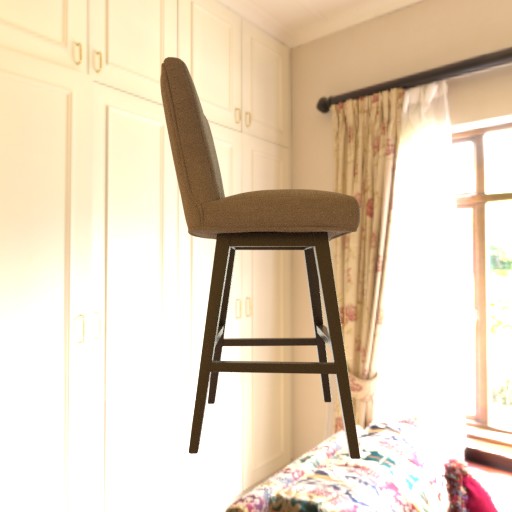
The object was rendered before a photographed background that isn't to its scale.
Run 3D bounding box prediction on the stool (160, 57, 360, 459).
[{"bbox_3d":[0.000,0.000,1.439,0.574,1.086,0.514,0,-1,1],"label":"stool"}]
